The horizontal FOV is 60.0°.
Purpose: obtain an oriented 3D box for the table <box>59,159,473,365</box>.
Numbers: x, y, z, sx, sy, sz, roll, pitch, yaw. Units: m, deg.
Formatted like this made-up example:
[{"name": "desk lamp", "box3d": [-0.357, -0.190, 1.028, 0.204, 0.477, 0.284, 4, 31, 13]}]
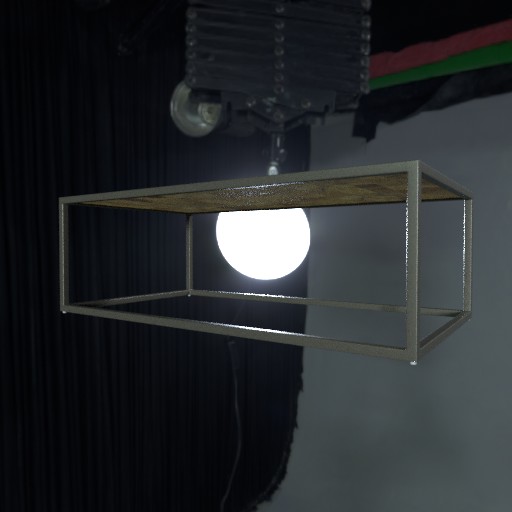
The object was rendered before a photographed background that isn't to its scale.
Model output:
[{"name": "table", "box3d": [0.000, 0.000, 1.457, 1.199, 0.398, 0.649, 1, 2, 34]}]
